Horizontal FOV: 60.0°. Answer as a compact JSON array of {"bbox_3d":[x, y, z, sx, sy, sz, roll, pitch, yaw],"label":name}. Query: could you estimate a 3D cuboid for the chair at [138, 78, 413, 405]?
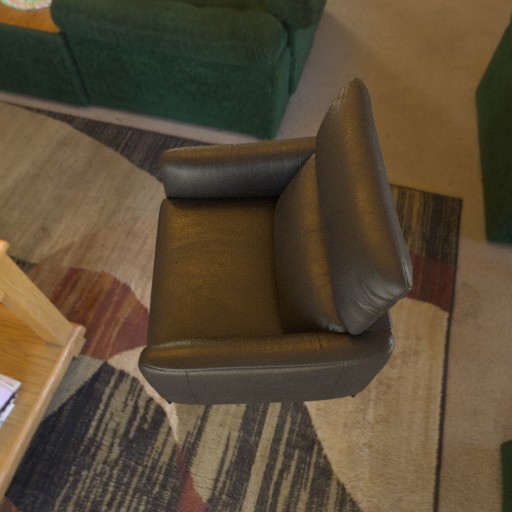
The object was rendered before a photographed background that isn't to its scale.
[{"bbox_3d":[0.000,0.000,1.658,0.809,0.949,0.976,-2,59,-1],"label":"chair"}]
